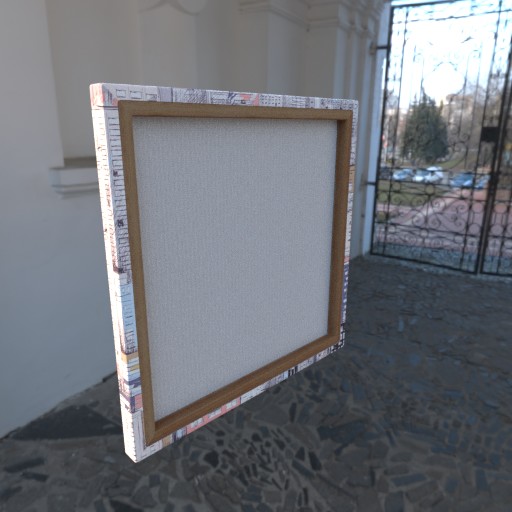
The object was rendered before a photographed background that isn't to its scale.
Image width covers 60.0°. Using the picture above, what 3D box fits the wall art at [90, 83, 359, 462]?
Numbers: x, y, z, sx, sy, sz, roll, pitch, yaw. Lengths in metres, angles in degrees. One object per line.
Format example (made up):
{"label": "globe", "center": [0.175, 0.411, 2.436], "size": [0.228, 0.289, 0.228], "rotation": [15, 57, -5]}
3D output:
{"label": "wall art", "center": [0.000, 0.000, 1.109], "size": [0.761, 0.762, 0.048], "rotation": [-15, 22, -42]}
